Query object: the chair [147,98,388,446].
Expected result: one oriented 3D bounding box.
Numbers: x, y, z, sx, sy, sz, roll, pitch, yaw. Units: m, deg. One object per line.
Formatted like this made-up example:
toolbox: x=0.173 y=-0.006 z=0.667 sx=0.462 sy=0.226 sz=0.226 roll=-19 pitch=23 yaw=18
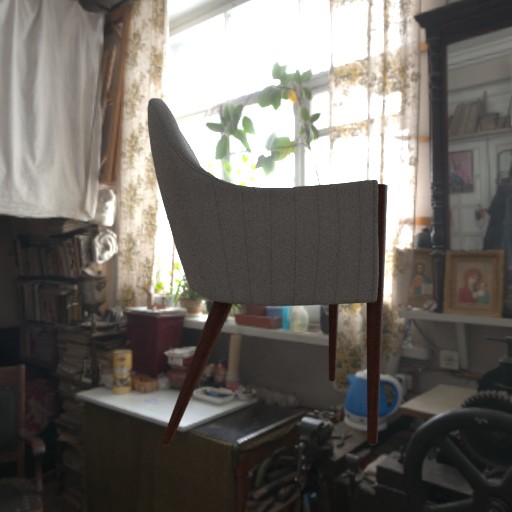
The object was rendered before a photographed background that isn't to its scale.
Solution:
chair: x=0.000 y=0.000 z=1.314 sx=0.620 sy=0.889 sz=0.610 roll=0 pitch=0 yaw=0
